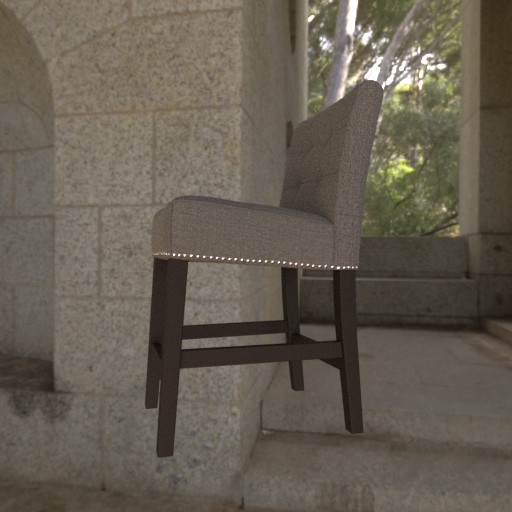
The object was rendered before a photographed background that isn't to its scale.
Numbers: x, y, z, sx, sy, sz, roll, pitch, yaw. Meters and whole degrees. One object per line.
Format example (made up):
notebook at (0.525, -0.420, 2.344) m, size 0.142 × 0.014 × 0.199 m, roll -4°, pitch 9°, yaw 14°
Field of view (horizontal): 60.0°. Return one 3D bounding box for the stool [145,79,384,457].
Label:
stool at (0.000, 0.000, 1.220) m, size 0.571 × 0.885 × 0.427 m, roll 0°, pitch 1°, yaw -19°
